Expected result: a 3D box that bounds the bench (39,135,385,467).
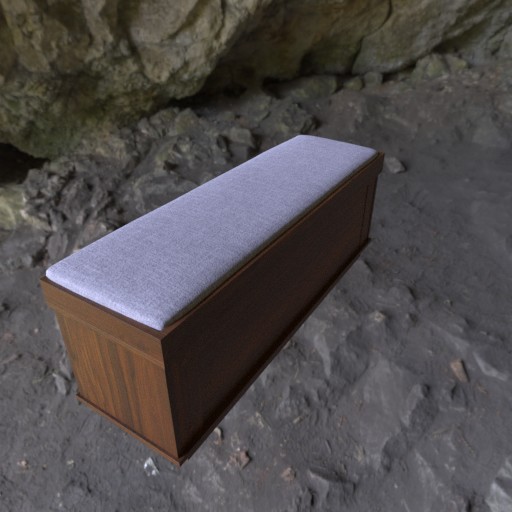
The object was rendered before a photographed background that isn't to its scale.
[{"bbox_3d":[0.000,0.000,1.404,0.367,0.468,1.196,19,37,27],"label":"bench"}]
